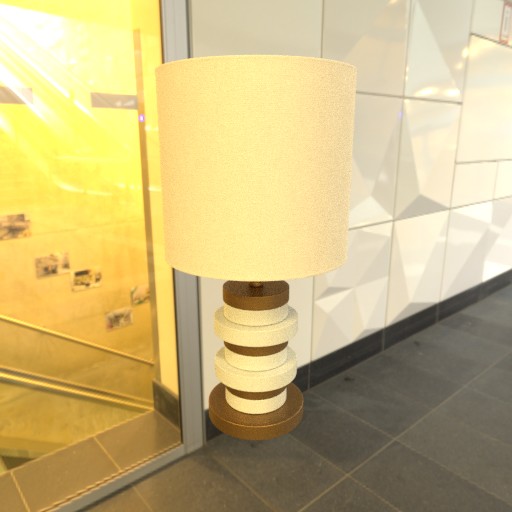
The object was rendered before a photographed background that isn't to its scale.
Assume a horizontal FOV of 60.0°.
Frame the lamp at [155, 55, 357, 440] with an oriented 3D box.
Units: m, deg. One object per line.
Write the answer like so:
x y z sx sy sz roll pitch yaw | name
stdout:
0.000 0.000 0.521 0.210 0.410 0.210 8 17 29 | lamp
